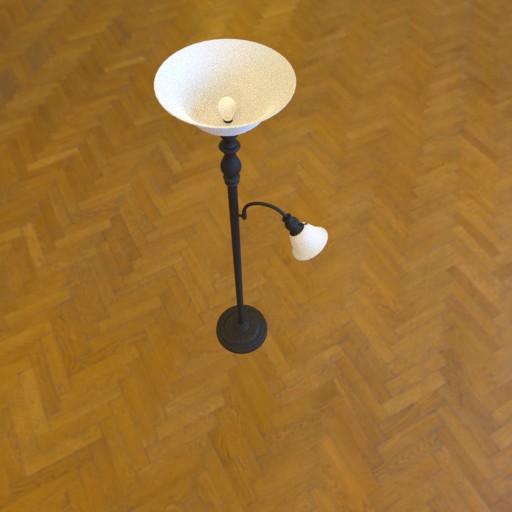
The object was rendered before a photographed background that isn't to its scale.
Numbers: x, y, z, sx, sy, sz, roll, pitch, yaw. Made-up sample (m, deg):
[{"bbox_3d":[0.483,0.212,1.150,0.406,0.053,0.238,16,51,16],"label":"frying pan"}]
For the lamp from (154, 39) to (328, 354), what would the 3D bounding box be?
[{"bbox_3d":[0.000,0.000,2.009,0.588,1.793,0.405,13,58,8],"label":"lamp"}]
